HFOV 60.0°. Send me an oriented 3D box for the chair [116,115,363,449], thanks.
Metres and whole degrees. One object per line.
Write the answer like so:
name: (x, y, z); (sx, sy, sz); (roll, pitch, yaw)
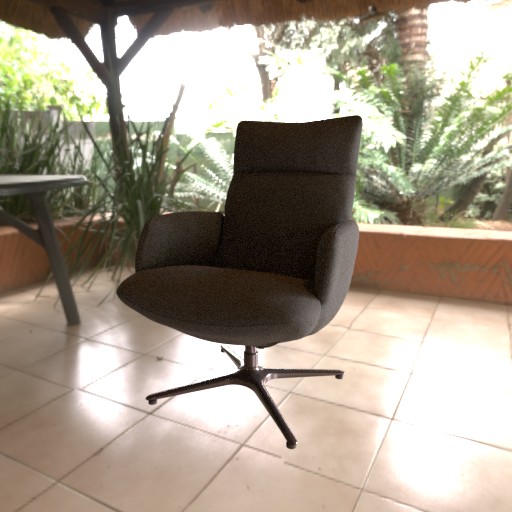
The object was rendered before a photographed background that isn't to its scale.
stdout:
chair: (0.000, 0.000, 1.554); (0.702, 0.984, 0.831); (6, 14, 27)
